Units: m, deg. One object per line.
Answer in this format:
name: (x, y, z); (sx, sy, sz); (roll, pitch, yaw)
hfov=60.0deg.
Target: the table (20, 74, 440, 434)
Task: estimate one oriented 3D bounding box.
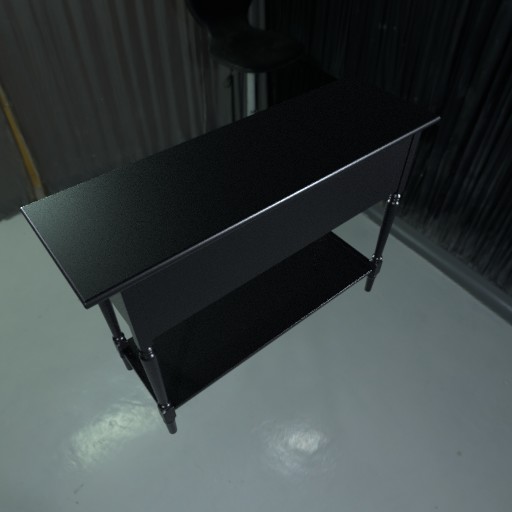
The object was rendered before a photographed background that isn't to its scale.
table: (0.000, 0.000, 1.541); (1.191, 0.819, 0.386); (-30, 53, -25)
